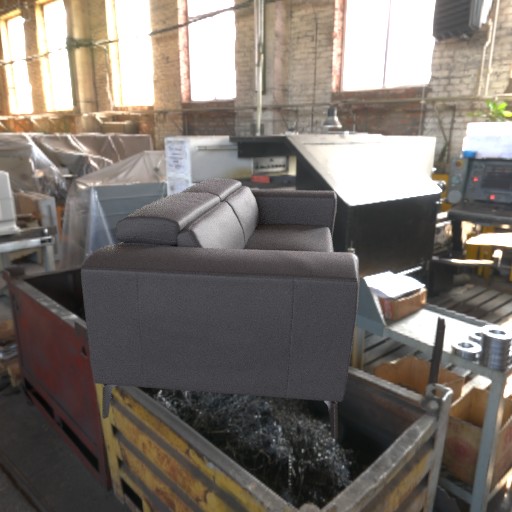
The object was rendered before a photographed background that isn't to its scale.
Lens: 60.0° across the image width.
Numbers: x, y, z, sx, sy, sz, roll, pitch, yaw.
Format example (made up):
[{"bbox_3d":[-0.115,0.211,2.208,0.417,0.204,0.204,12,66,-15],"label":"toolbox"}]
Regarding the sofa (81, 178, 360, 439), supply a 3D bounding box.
[{"bbox_3d":[0.000,0.000,2.744,1.048,0.814,2.330,2,16,7],"label":"sofa"}]
